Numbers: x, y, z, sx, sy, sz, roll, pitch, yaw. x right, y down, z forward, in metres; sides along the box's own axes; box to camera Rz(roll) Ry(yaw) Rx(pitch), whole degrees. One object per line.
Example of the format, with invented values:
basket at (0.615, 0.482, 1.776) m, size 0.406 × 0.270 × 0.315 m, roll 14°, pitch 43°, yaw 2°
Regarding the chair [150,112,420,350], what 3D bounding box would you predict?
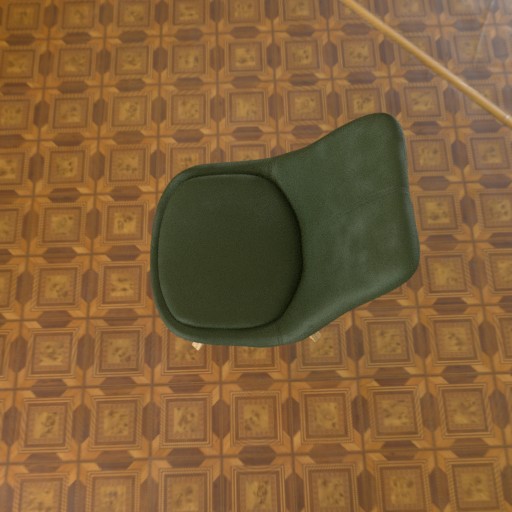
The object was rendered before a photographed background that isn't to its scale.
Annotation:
chair at (0.000, 0.000, 1.174) m, size 0.547 × 0.865 × 0.483 m, roll -2°, pitch 76°, yaw -1°
